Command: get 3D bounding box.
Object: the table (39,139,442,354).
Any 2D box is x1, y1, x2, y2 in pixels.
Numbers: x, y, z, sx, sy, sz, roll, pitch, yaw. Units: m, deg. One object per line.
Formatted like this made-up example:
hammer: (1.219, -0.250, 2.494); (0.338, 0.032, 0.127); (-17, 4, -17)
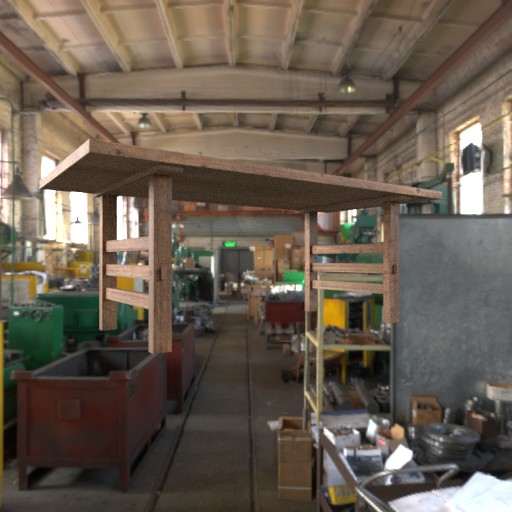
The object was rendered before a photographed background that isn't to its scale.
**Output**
table: (0.000, 0.000, 2.417); (2.003, 0.760, 0.952); (0, 0, -35)
